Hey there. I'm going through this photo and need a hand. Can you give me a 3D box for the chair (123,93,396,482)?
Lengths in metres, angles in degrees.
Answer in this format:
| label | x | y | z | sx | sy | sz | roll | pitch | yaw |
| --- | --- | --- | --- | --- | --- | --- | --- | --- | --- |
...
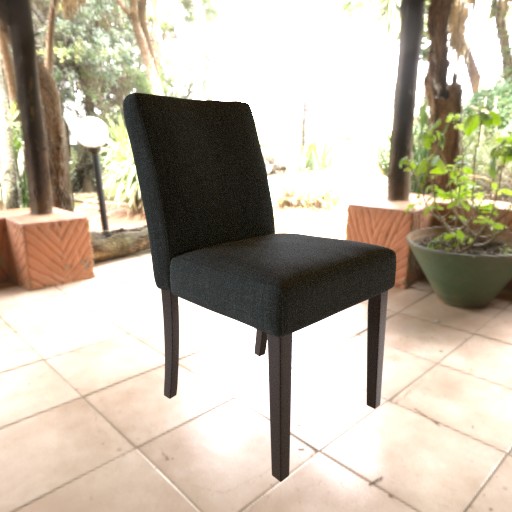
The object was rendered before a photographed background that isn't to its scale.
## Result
| label | x | y | z | sx | sy | sz | roll | pitch | yaw |
| --- | --- | --- | --- | --- | --- | --- | --- | --- | --- |
| chair | 0.000 | 0.000 | 1.259 | 0.487 | 0.884 | 0.629 | -14 | 20 | -43 |
